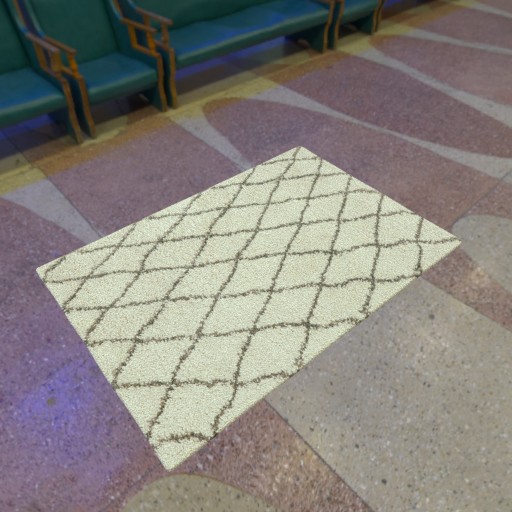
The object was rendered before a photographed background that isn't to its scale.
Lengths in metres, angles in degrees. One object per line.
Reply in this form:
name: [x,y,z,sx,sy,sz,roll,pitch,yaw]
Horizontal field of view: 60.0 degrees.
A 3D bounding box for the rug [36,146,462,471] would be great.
rug: [0.000,0.000,2.227,1.778,0.030,1.219,-30,52,-27]
